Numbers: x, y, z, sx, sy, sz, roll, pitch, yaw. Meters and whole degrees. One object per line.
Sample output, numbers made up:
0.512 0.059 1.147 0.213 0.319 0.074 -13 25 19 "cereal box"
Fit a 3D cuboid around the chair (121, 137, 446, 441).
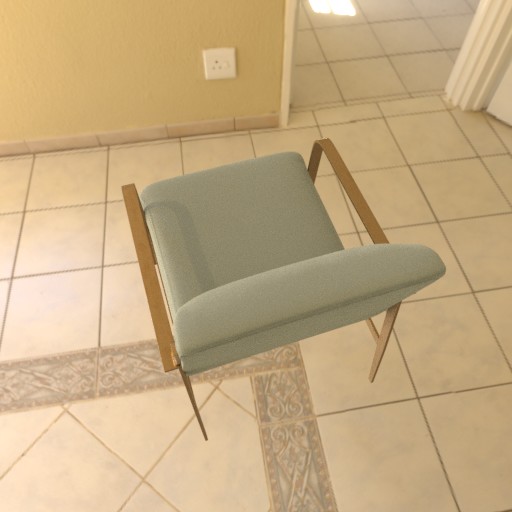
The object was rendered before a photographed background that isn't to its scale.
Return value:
0.000 0.000 1.436 0.701 0.824 0.842 -16 57 -10 "chair"
